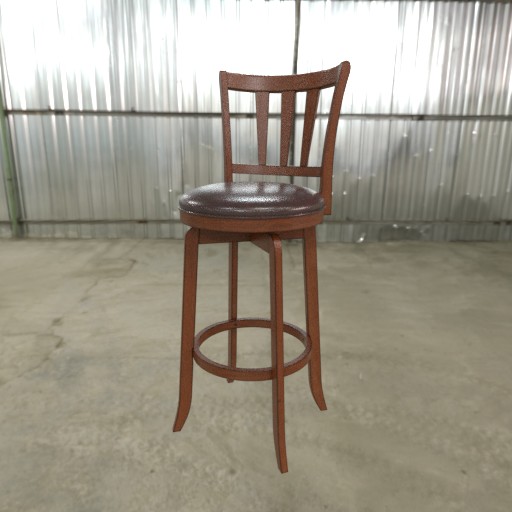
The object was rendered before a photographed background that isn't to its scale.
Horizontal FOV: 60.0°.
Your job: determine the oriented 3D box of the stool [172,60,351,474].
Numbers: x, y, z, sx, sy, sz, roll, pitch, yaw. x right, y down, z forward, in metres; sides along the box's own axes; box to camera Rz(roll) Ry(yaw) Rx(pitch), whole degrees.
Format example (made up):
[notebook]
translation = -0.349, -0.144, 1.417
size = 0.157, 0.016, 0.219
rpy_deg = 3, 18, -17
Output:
[stool]
translation = 0.000, 0.000, 1.428
size = 0.464, 1.177, 0.503
rpy_deg = 8, 17, 27
